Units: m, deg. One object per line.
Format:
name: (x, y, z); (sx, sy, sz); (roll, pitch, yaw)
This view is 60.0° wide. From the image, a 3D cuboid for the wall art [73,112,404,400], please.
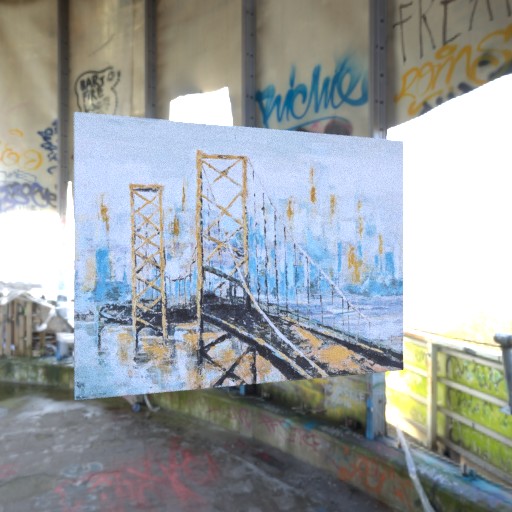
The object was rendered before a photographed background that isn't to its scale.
wall art: (0.000, 0.000, 1.335); (1.016, 0.762, 0.038); (0, 0, -17)
